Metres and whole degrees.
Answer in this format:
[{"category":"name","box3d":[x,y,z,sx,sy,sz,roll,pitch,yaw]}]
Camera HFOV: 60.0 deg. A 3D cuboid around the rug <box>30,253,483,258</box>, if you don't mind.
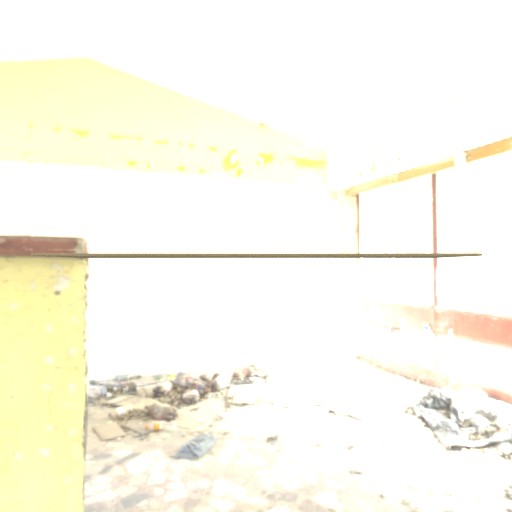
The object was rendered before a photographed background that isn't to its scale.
[{"category":"rug","box3d":[0.000,0.000,2.562,2.276,0.014,0.678,0,-1,0]}]
